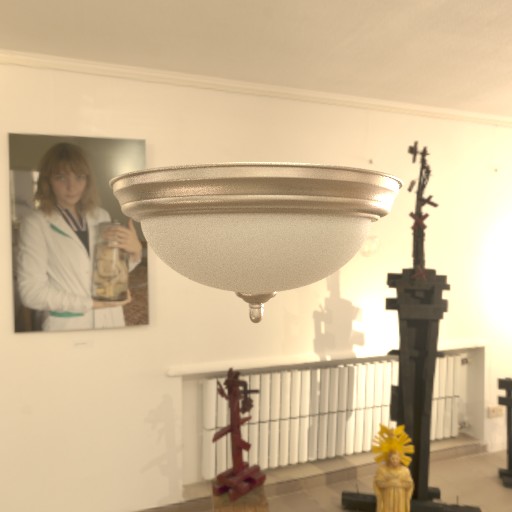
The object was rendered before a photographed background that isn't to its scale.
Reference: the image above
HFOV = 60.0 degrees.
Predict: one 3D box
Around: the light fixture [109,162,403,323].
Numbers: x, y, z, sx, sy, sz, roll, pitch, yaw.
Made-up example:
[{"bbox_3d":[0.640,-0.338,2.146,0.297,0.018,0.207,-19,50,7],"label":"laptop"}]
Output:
[{"bbox_3d":[0.000,0.000,0.445,0.280,0.135,0.280,0,1,0],"label":"light fixture"}]
